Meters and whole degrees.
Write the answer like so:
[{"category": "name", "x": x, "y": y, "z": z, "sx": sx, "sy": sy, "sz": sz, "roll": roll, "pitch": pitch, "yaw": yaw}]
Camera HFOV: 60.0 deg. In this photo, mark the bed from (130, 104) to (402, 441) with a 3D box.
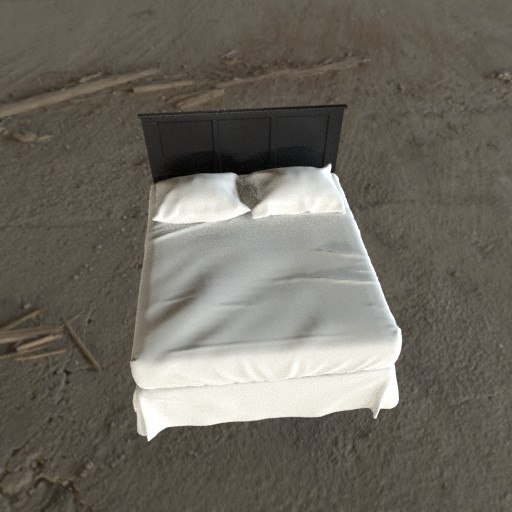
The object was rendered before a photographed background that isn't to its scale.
[{"category": "bed", "x": 0.000, "y": 0.000, "z": 3.229, "sx": 1.870, "sy": 1.270, "sz": 2.050, "roll": -4, "pitch": 45, "yaw": -4}]
